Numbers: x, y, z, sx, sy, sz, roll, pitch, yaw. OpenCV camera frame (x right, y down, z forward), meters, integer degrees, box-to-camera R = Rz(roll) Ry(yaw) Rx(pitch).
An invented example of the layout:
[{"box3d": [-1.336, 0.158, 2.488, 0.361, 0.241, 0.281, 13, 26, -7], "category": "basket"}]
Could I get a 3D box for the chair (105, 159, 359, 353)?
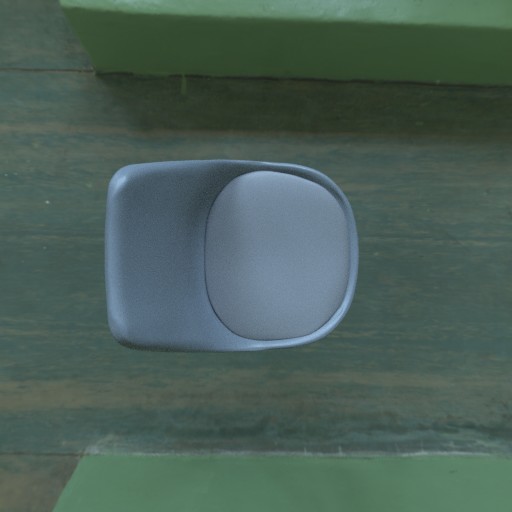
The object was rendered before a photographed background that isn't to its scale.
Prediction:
[{"box3d": [0.000, 0.000, 1.182, 0.550, 0.850, 0.485, 0, 90, -2], "category": "chair"}]
